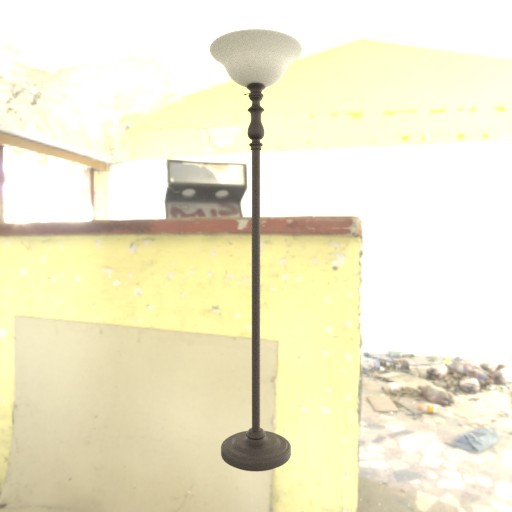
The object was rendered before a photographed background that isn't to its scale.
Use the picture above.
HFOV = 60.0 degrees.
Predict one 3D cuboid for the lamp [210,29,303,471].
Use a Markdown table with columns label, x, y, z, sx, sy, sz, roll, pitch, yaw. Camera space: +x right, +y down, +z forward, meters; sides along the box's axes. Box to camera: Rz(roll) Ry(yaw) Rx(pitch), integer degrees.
| label | x | y | z | sx | sy | sz | roll | pitch | yaw |
| --- | --- | --- | --- | --- | --- | --- | --- | --- | --- |
| lamp | 0.000 | 0.000 | 1.968 | 0.405 | 1.797 | 0.405 | 1 | 2 | 35 |
